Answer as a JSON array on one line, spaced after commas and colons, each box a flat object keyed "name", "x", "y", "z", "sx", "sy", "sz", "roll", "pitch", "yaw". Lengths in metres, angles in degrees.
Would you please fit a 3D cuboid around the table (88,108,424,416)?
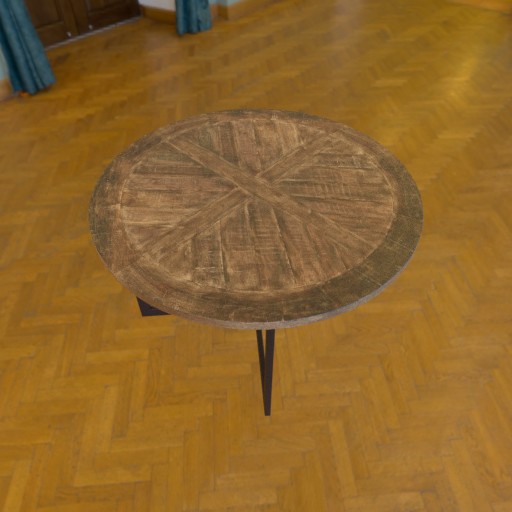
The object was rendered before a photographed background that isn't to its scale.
[{"name": "table", "x": 0.000, "y": 0.000, "z": 2.000, "sx": 1.264, "sy": 0.762, "sz": 1.264, "roll": 0, "pitch": 46, "yaw": 0}]
